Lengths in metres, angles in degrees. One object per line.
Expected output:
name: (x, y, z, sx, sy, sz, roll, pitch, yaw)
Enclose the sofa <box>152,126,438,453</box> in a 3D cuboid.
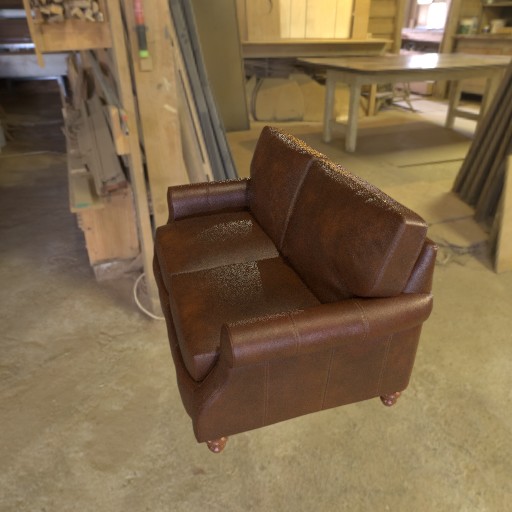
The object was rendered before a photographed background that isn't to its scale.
sofa: (0.000, 0.000, 2.247, 0.990, 0.976, 1.616, -9, 30, -15)
